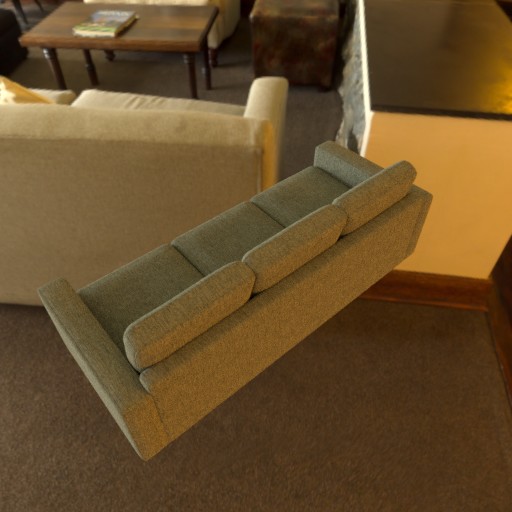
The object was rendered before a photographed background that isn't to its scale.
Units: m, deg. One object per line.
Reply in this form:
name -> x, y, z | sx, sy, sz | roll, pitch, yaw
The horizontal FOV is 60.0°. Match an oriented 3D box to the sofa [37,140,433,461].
sofa -> 0.000, 0.000, 2.575 | 2.160, 0.800, 0.900 | -32, 53, -27
